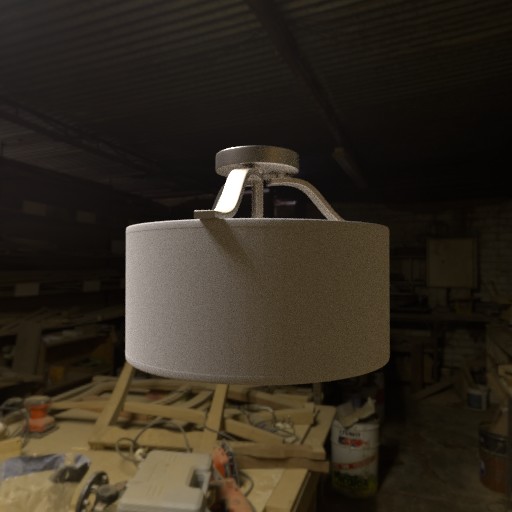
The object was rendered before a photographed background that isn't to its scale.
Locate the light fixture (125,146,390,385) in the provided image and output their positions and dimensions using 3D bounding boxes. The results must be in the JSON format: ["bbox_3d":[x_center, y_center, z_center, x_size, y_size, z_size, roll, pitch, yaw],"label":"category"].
[{"bbox_3d":[0.000,0.000,0.665,0.395,0.304,0.395,0,-1,0],"label":"light fixture"}]
